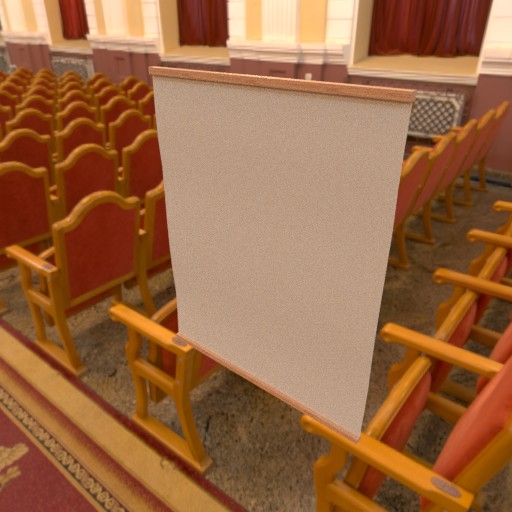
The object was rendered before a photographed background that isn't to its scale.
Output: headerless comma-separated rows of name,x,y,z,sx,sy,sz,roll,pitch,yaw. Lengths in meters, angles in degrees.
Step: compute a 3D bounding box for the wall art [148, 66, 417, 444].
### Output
wall art,0.000,0.000,0.672,0.406,0.508,0.013,21,35,34
